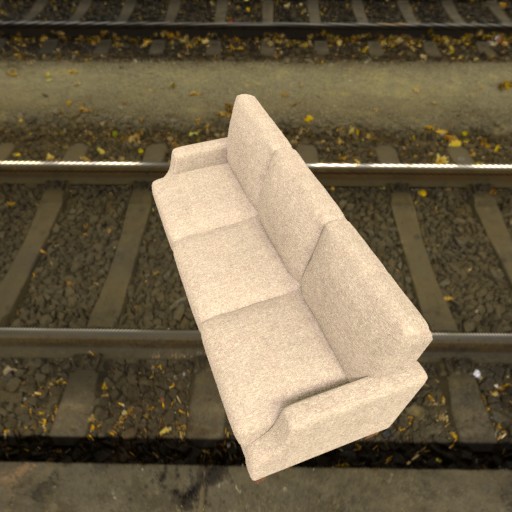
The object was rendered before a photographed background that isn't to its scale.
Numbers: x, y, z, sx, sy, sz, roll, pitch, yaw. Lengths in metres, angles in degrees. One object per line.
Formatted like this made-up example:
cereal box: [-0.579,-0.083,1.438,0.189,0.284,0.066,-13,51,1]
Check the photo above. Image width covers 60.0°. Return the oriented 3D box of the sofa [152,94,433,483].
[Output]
sofa: [0.000,0.000,2.586,0.888,0.984,2.115,-15,49,-14]
